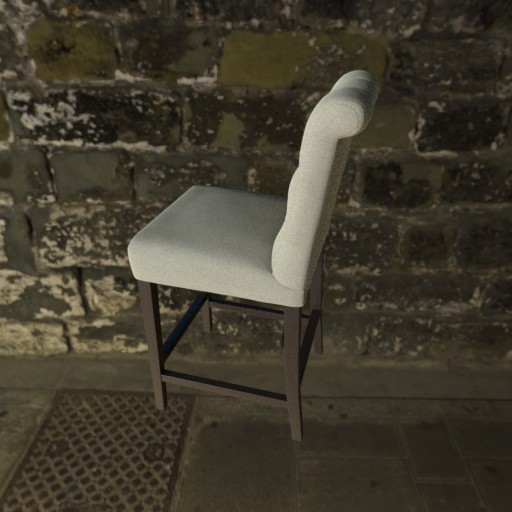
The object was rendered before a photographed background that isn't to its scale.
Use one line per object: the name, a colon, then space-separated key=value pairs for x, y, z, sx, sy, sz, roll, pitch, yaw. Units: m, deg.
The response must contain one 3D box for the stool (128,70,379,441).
stool: x=0.000 y=0.000 z=1.372 sx=0.601 sy=1.040 sz=0.493 roll=8 pitch=30 yaw=14
